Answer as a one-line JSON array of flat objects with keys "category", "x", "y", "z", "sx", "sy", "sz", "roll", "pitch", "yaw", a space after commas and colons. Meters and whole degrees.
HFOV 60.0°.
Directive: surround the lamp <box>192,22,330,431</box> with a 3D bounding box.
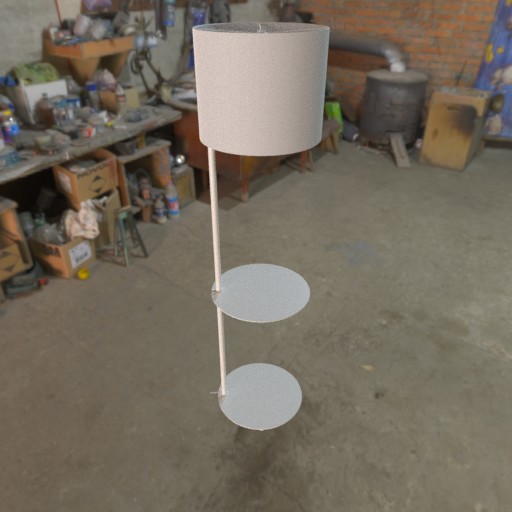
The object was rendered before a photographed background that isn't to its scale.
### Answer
[{"category": "lamp", "x": 0.000, "y": 0.000, "z": 1.591, "sx": 0.405, "sy": 1.465, "sz": 0.372, "roll": -1, "pitch": 31, "yaw": -1}]
